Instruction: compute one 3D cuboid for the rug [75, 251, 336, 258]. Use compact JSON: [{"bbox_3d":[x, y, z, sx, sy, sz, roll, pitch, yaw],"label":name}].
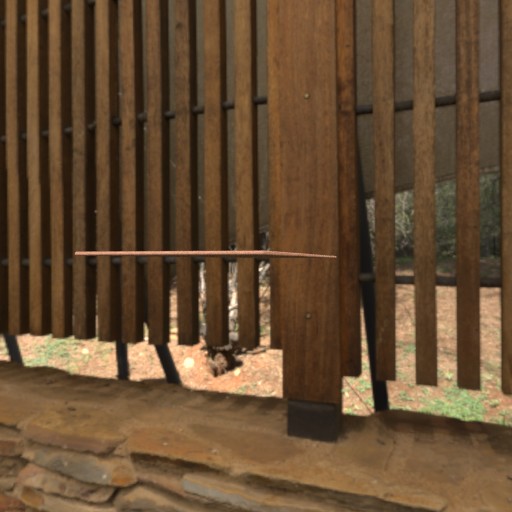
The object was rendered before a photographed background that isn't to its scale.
[{"bbox_3d":[0.000,0.000,2.754,0.760,0.015,2.435,0,-1,16],"label":"rug"}]
